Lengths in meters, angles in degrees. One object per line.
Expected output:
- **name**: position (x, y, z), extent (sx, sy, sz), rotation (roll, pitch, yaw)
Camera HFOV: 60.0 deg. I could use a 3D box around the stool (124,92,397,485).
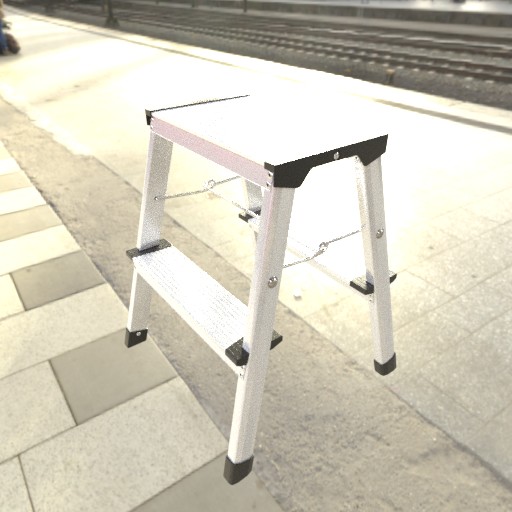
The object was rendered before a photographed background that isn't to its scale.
- **stool**: position (0.000, 0.000, 0.789), extent (0.405, 0.480, 0.404), rotation (-22, 38, -31)
